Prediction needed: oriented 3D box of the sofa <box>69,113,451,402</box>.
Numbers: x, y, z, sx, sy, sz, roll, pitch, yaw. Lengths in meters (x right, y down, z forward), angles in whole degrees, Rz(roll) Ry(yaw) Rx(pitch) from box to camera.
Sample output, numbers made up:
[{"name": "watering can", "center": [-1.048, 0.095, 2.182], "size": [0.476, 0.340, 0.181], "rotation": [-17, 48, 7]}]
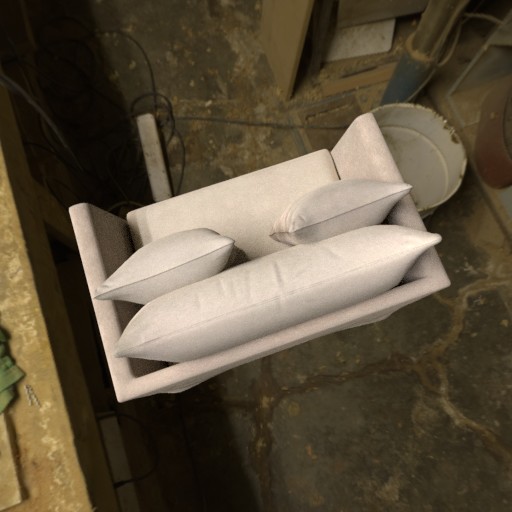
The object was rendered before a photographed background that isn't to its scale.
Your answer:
[{"name": "sofa", "center": [0.000, 0.000, 2.312], "size": [1.608, 1.040, 1.035], "rotation": [-19, 76, -5]}]
